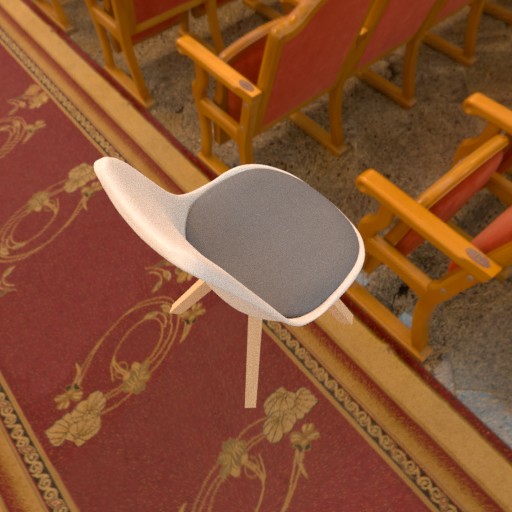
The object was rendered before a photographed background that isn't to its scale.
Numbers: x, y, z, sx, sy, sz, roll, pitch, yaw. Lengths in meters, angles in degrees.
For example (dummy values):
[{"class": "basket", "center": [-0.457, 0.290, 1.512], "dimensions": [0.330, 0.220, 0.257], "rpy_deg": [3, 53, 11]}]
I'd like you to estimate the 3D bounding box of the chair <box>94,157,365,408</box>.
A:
[{"class": "chair", "center": [0.000, 0.000, 1.168], "dimensions": [0.550, 0.850, 0.485], "rpy_deg": [-36, 66, -19]}]
